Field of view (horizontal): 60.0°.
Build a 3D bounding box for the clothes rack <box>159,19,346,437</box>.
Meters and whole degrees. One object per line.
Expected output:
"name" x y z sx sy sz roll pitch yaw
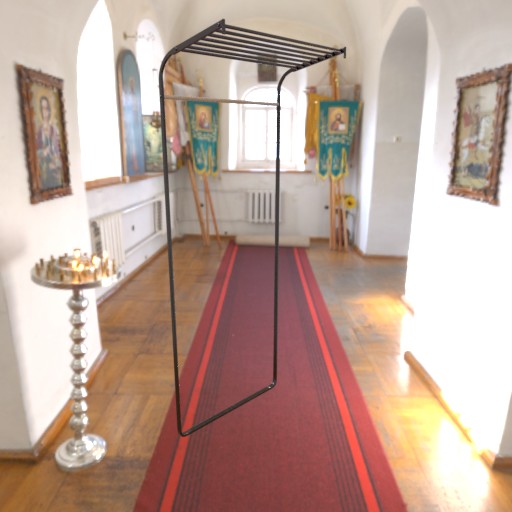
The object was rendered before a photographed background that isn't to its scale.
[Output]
"clothes rack" 0.000 0.000 1.783 0.609 1.574 0.349 -14 21 -42
